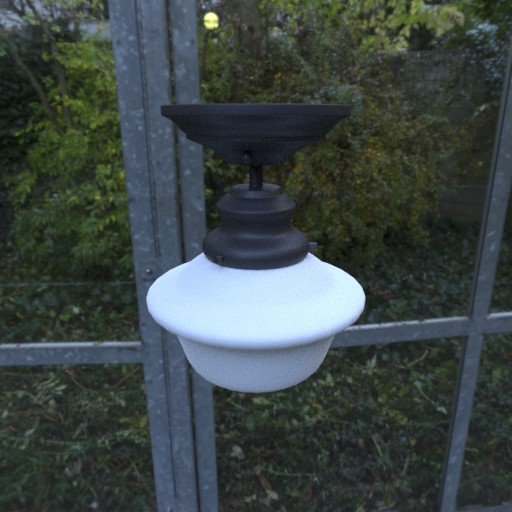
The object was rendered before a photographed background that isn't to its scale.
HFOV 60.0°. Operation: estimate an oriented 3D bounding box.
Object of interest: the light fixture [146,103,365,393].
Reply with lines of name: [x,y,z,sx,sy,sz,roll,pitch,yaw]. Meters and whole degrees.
light fixture: [0.000,0.000,0.396,0.197,0.254,0.197,0,18,0]
